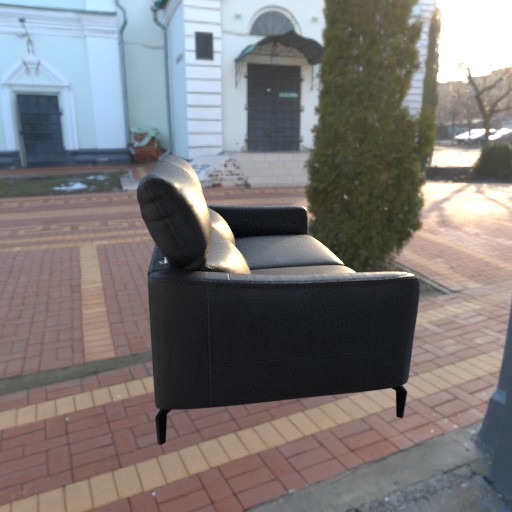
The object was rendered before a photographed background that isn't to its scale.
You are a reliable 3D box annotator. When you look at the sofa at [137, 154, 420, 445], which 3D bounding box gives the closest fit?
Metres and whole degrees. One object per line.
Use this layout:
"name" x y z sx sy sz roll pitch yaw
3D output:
"sofa" 0.000 0.000 2.175 0.958 0.920 1.596 -2 16 -8
